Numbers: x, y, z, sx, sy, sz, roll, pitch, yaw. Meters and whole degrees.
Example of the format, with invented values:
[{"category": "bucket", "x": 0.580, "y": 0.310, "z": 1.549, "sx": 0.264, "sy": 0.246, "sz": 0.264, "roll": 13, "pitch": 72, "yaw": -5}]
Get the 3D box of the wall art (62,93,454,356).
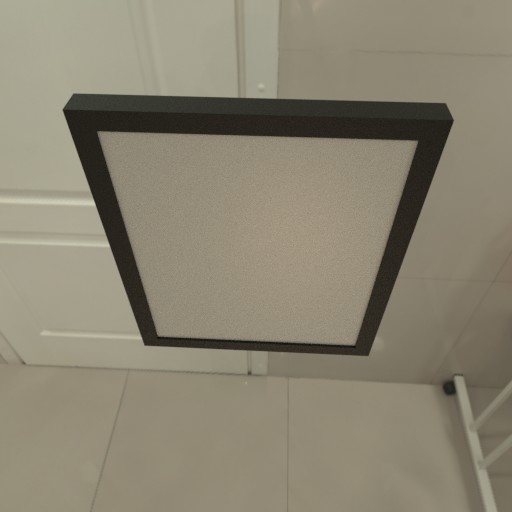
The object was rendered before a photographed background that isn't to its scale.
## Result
[{"category": "wall art", "x": 0.000, "y": 0.000, "z": 0.523, "sx": 0.330, "sy": 0.381, "sz": 0.029, "roll": 2, "pitch": 47, "yaw": 2}]
